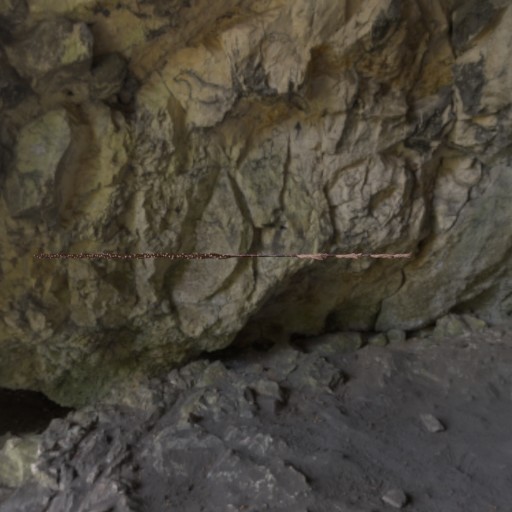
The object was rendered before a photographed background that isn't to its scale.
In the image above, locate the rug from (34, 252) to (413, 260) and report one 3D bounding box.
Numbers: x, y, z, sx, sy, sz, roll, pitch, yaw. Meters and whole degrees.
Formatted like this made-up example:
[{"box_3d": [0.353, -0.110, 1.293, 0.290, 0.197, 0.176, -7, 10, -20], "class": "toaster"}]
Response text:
[{"box_3d": [0.000, 0.000, 2.598, 1.469, 0.040, 2.025, 0, 0, 36], "class": "rug"}]
